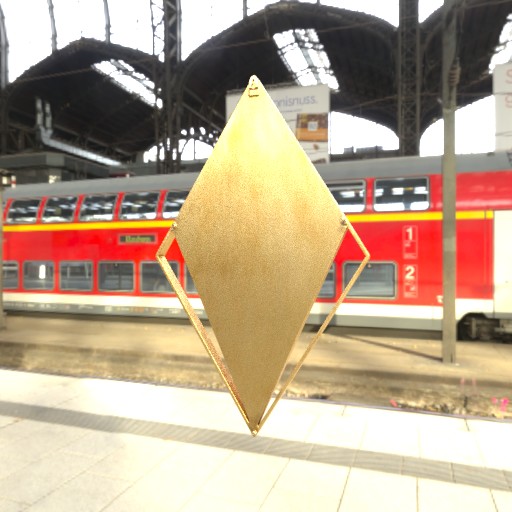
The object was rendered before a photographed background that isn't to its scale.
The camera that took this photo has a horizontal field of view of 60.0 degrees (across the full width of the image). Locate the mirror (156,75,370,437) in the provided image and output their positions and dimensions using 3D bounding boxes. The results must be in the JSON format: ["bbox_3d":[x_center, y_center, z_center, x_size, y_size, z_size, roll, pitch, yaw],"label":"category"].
[{"bbox_3d":[0.000,0.000,0.842,0.419,0.679,0.032,0,0,18],"label":"mirror"}]
